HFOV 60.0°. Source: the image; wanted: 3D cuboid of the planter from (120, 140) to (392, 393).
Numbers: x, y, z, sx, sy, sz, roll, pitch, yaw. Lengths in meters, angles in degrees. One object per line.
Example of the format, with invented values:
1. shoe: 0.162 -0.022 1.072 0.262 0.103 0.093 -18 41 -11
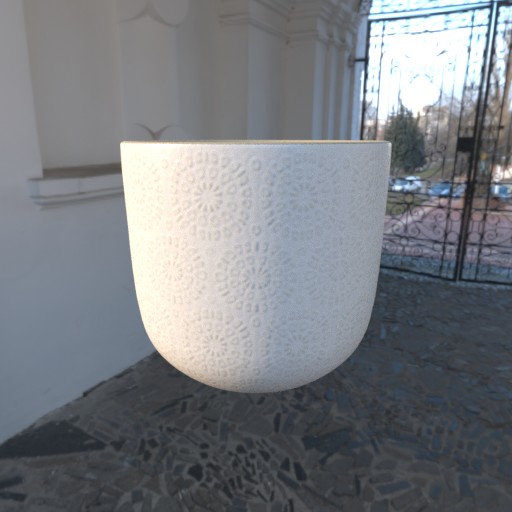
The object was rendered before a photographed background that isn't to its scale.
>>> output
1. planter: 0.000 0.000 0.378 0.208 0.190 0.208 0 15 0
